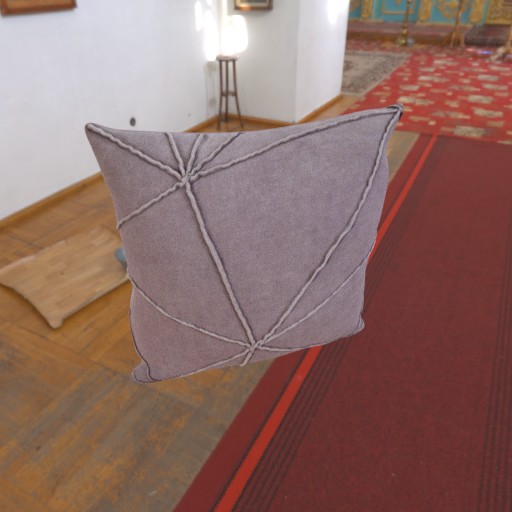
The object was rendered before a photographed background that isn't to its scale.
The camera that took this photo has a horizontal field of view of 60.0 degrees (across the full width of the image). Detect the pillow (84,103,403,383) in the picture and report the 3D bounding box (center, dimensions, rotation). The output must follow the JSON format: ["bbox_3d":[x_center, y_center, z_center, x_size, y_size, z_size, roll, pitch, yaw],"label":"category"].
[{"bbox_3d":[0.000,0.000,0.682,0.439,0.440,0.185,-9,34,-14],"label":"pillow"}]
